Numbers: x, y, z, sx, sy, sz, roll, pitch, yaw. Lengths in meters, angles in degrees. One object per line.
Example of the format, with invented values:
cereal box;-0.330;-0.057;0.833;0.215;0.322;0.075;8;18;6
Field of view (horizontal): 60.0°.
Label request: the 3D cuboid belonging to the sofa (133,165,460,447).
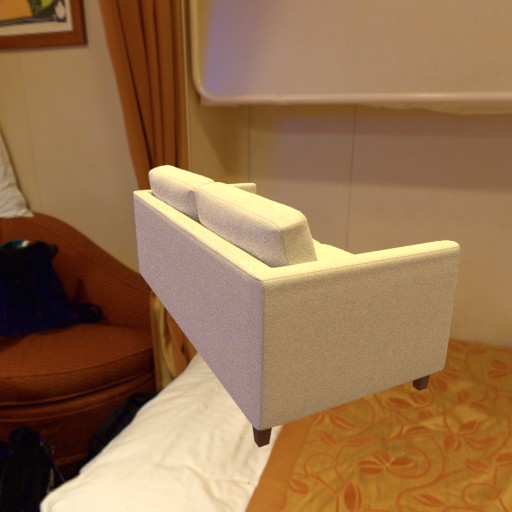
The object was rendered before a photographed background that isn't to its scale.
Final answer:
sofa;0.000;0.000;2.510;0.965;0.889;1.981;-8;19;-25
